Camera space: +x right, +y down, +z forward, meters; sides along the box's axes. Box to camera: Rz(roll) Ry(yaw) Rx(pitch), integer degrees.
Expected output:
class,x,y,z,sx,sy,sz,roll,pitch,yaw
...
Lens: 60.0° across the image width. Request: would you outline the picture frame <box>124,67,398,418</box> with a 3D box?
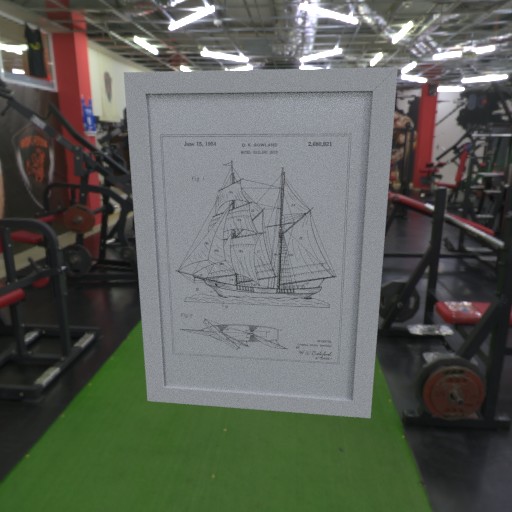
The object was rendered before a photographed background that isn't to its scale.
class,x,y,z,sx,sy,sz,roll,pitch,yaw
picture frame,0.000,0.000,0.589,0.326,0.459,0.011,2,15,7
